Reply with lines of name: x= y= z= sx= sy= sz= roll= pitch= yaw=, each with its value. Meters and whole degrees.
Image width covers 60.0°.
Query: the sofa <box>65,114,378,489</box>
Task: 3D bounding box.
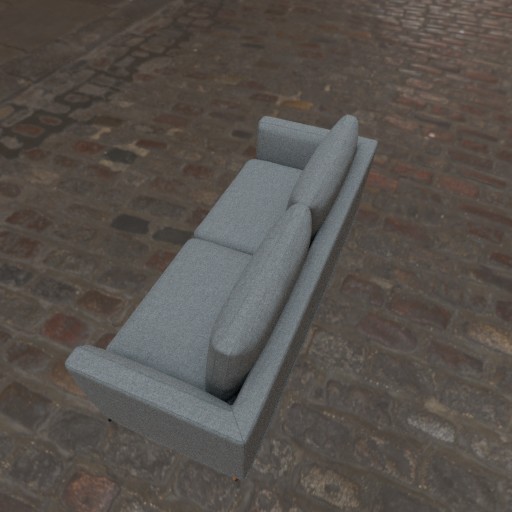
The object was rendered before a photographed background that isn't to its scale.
sofa: x=0.000 y=0.000 z=2.614 sx=0.869 sy=1.002 sz=2.212 roll=18 pitch=50 yaw=16
